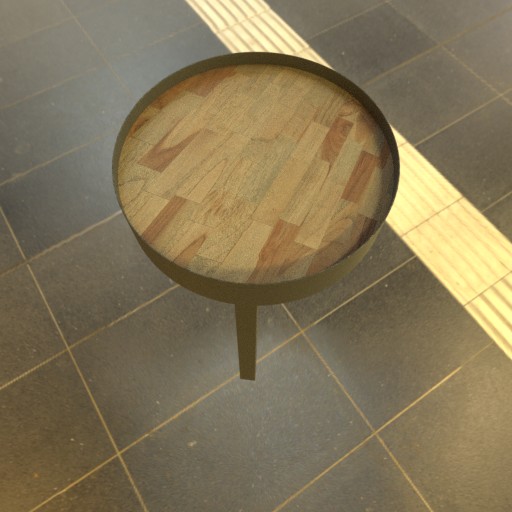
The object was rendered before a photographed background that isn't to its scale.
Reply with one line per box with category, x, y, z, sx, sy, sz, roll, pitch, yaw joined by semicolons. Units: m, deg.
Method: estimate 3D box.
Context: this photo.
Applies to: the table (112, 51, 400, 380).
table;0.000;0.000;0.940;0.406;0.686;0.406;34;69;15
